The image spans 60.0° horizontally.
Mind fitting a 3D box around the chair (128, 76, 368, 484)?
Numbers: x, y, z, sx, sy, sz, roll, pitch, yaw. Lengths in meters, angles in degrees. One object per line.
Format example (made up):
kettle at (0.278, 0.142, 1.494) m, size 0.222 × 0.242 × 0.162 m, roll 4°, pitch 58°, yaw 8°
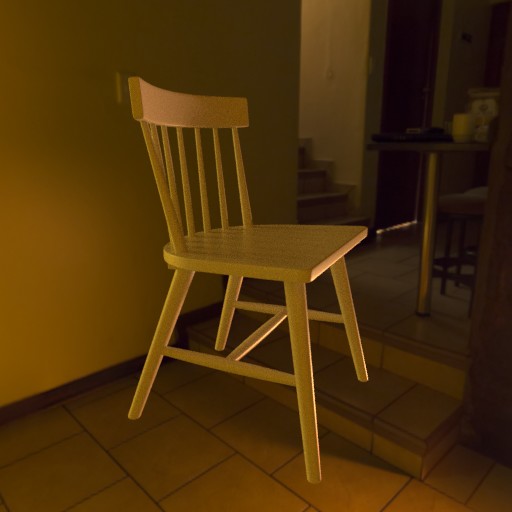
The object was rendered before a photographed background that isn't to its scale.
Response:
chair at (0.000, 0.000, 1.090) m, size 0.500 × 0.787 × 0.483 m, roll 7°, pitch 16°, yaw 25°
